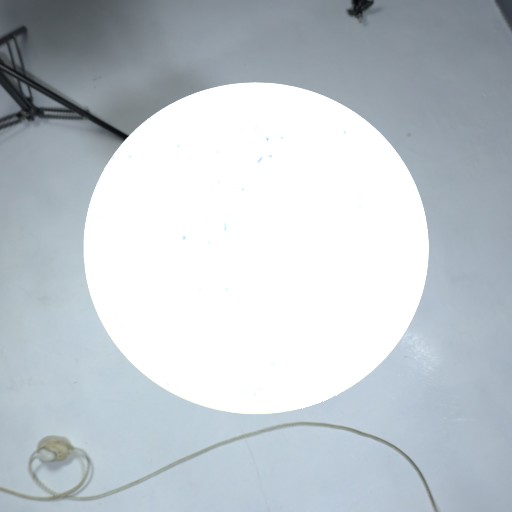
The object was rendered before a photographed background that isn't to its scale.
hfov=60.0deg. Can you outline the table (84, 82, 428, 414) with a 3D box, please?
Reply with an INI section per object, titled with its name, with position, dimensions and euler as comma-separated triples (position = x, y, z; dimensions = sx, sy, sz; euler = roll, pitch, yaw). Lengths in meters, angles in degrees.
[table]
position = 0.000, 0.000, 1.243
dimensions = 0.800, 0.450, 0.800
euler = 0, 75, 0
